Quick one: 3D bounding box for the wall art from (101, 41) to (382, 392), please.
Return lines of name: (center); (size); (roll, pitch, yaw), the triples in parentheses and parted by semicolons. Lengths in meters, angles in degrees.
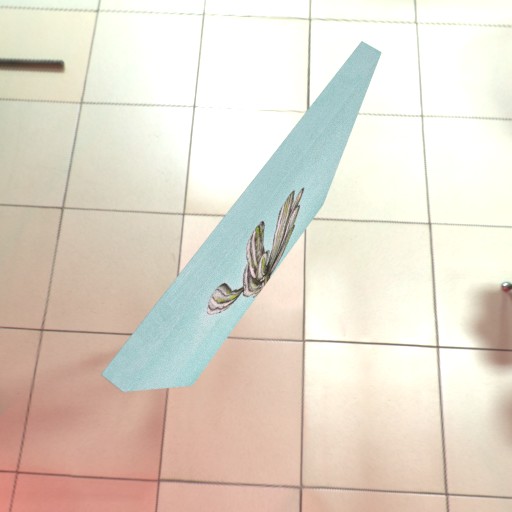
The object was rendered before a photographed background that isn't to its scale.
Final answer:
wall art: (0.000, 0.000, 0.894); (0.036, 0.603, 0.603); (35, 77, 9)
